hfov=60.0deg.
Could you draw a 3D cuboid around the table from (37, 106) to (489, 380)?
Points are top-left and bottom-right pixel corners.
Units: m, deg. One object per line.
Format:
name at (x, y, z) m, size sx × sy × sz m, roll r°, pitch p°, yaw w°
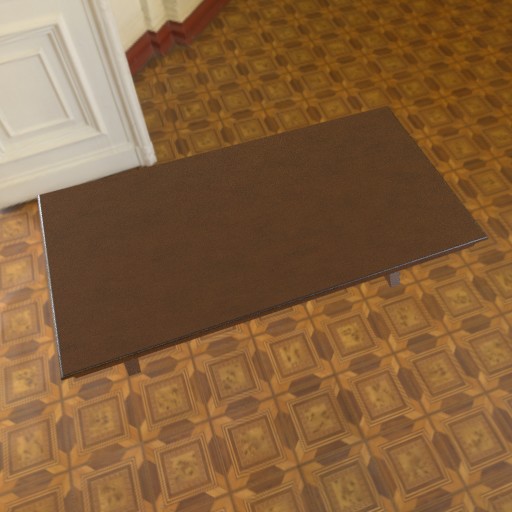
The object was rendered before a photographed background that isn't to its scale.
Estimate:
table at (0.000, 0.000, 1.492) m, size 1.197 × 0.459 × 0.594 m, roll -17°, pitch 60°, yaw -10°
